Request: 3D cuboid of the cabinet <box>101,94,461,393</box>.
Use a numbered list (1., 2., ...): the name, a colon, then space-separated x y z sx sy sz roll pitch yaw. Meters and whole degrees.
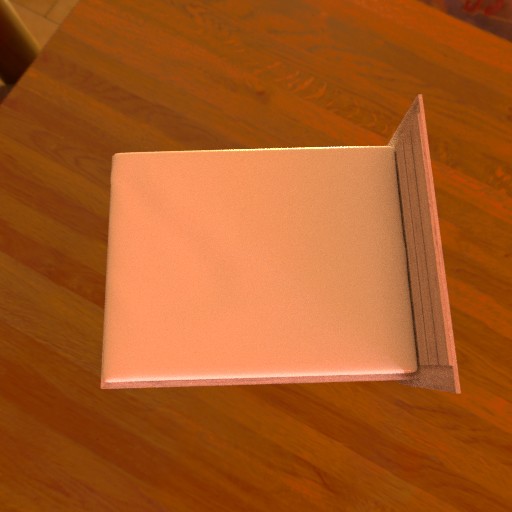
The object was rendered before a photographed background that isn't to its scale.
1. cabinet: 0.000 0.000 2.957 2.080 0.970 1.750 -2 77 0
